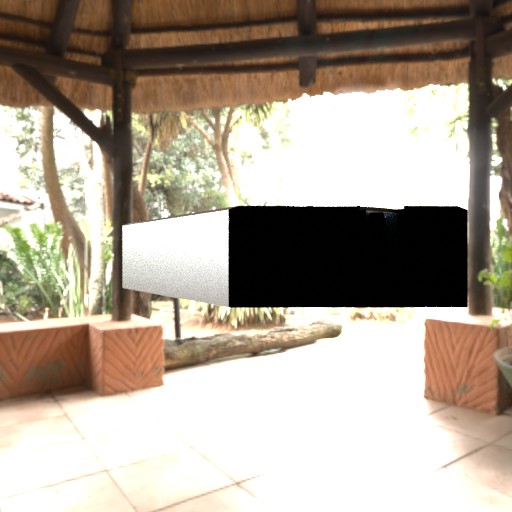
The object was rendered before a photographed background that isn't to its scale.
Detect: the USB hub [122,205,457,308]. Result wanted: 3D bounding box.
[{"bbox_3d":[0.000,0.000,0.129,0.044,0.023,0.110,0,0,-36],"label":"USB hub"}]
